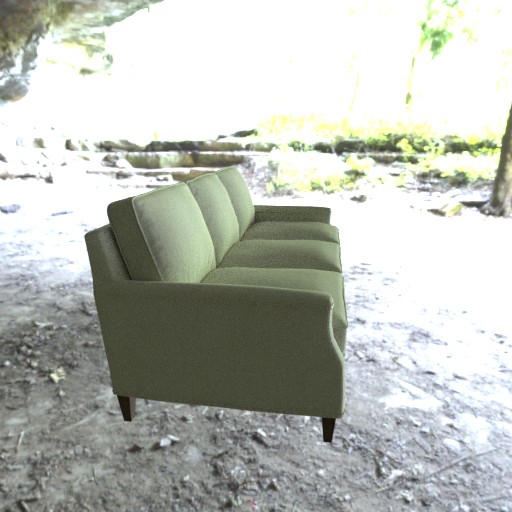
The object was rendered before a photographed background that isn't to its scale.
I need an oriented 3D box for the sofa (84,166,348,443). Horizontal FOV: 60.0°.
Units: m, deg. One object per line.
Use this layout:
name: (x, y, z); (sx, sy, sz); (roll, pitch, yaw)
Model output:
sofa: (0.000, 0.000, 2.811); (1.084, 1.003, 2.246); (2, 15, 9)
